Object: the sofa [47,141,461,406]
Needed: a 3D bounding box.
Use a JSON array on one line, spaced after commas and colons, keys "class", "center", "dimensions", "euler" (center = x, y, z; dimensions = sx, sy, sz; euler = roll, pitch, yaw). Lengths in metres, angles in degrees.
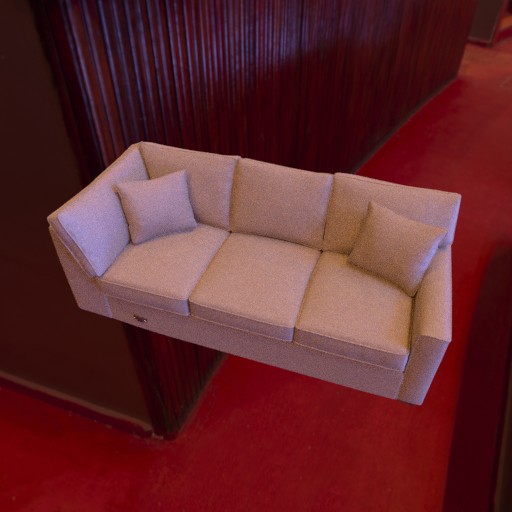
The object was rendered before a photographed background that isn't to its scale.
[{"class": "sofa", "center": [0.000, 0.000, 2.862], "dimensions": [2.317, 0.962, 1.061], "euler": [13, 42, 14]}]
